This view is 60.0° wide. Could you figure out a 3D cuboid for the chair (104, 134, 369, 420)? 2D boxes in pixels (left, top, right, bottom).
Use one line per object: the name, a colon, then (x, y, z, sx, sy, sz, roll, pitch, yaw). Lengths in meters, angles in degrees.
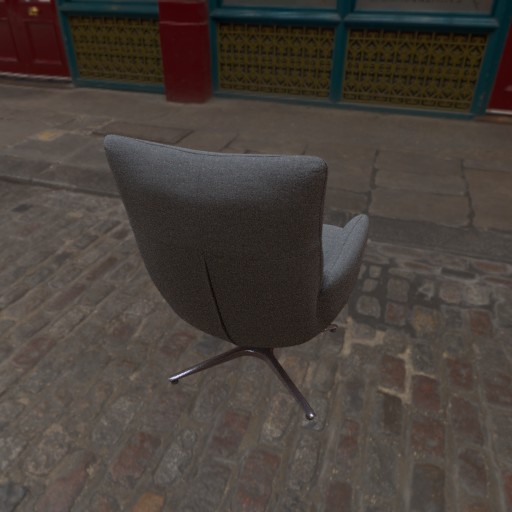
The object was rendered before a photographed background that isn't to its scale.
chair: (0.000, 0.000, 1.507, 0.702, 0.984, 0.831, 10, 33, 15)
